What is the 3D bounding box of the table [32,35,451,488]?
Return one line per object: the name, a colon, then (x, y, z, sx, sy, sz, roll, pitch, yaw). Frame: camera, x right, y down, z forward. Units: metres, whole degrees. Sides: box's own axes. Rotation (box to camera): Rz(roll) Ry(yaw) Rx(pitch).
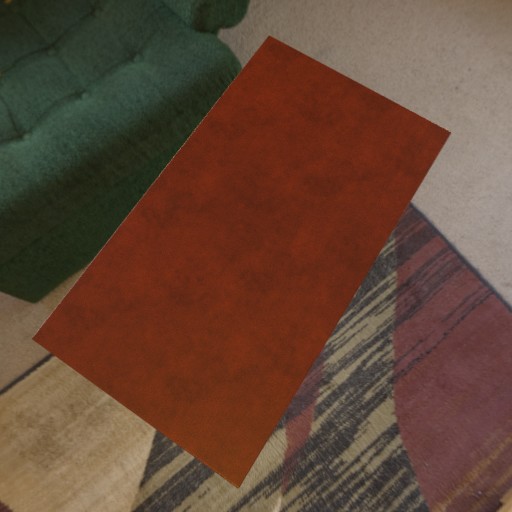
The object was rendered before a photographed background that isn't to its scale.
table: (0.000, 0.000, 1.233, 0.533, 0.456, 0.943, 32, 76, 9)
